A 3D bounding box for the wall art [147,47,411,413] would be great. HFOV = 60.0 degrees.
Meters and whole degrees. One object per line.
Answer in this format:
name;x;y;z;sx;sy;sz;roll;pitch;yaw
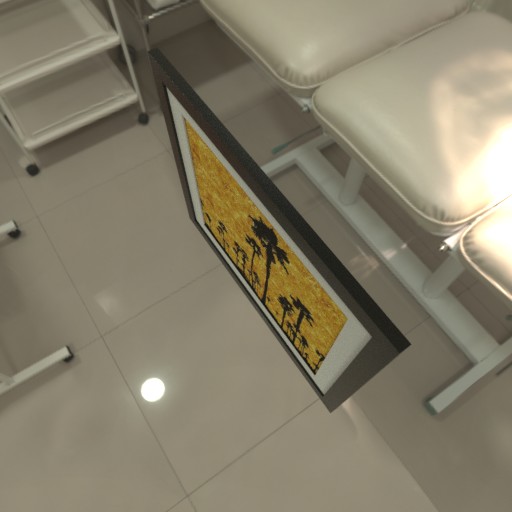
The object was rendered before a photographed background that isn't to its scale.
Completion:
wall art;0.000;0.000;0.539;0.012;0.332;0.383;-31;68;-15
